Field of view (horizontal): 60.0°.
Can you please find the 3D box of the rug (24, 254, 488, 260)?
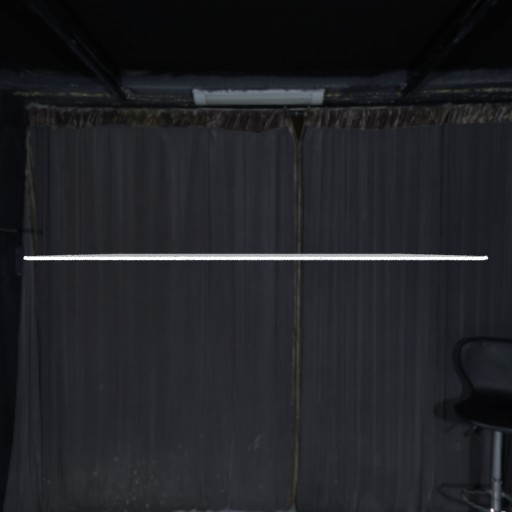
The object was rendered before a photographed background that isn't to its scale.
[{"bbox_3d":[0.000,0.000,2.344,1.832,0.016,1.224,0,1,1],"label":"rug"}]
